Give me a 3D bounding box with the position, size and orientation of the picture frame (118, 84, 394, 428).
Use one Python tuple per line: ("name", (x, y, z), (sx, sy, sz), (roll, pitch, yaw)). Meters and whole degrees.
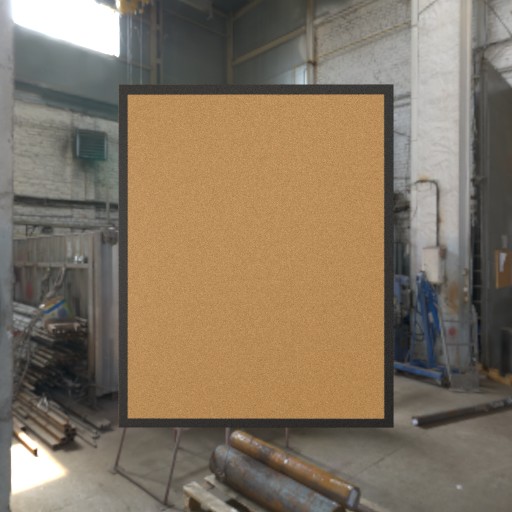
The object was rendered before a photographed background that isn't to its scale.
("picture frame", (0.000, 0.000, 0.702), (0.421, 0.526, 0.046), (0, 0, 0))
